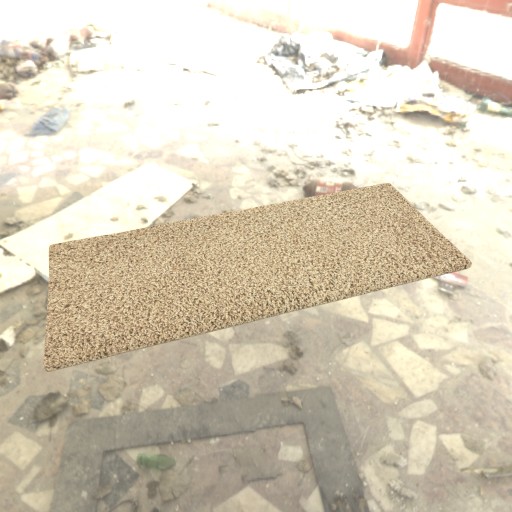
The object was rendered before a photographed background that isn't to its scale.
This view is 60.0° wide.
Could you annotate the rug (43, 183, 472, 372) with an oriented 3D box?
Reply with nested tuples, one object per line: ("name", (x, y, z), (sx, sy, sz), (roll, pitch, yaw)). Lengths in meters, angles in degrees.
("rug", (0.000, 0.000, 1.713), (1.524, 0.030, 0.609), (-12, 42, -13))
